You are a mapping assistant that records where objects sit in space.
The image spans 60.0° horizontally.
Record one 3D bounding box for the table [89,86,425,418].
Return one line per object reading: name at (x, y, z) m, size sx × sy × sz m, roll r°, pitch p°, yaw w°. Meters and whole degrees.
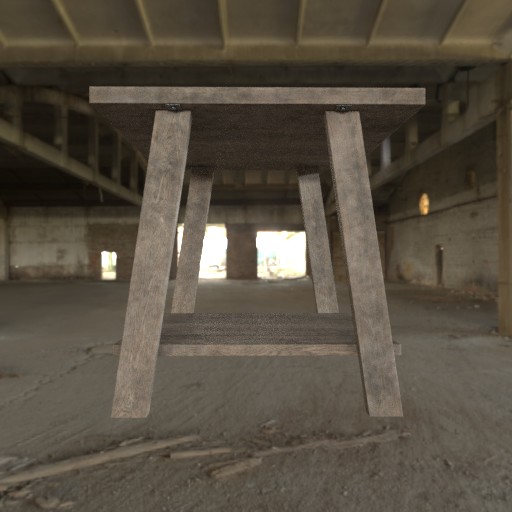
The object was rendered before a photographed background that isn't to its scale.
table at (0.000, 0.000, 1.106) m, size 0.610 × 0.610 × 0.610 m, roll 0°, pitch 0°, yaw -1°
